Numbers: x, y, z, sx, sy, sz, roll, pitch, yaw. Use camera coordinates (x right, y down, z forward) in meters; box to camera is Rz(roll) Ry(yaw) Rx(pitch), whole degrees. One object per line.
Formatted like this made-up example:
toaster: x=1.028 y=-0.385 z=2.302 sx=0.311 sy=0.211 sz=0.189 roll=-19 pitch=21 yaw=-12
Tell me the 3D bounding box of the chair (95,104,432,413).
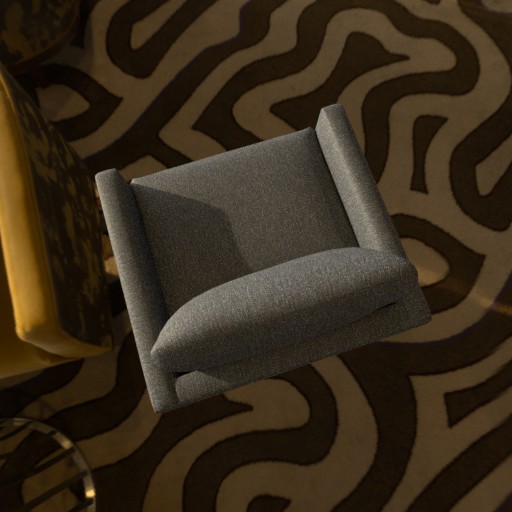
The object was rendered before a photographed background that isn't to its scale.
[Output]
chair: x=0.000 y=0.000 z=1.678 sx=0.963 sy=0.861 sz=0.866 roll=-17 pitch=76 yaw=-5
